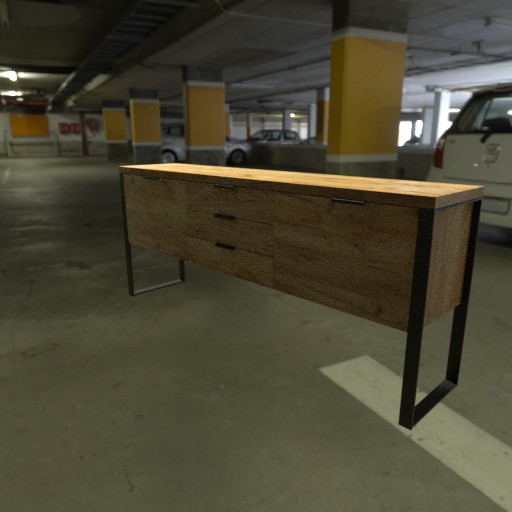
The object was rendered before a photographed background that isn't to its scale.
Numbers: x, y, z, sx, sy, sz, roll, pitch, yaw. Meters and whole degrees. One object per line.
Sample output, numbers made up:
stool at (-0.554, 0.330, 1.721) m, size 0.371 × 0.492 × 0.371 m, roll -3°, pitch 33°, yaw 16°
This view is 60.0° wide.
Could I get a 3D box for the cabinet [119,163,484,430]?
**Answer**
cabinet at (0.000, 0.000, 2.085) m, size 0.395 × 0.762 × 1.800 m, roll -15°, pitch 21°, yaw -43°
